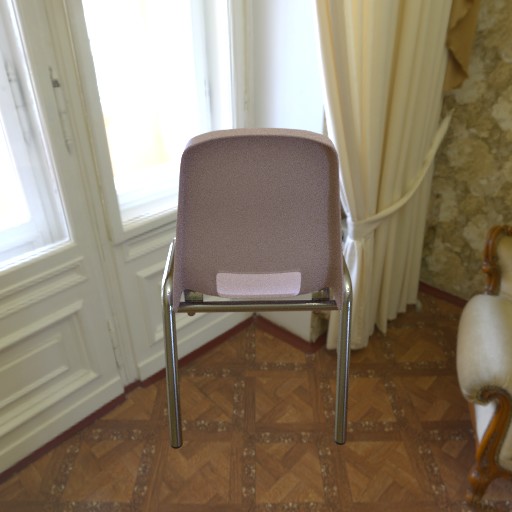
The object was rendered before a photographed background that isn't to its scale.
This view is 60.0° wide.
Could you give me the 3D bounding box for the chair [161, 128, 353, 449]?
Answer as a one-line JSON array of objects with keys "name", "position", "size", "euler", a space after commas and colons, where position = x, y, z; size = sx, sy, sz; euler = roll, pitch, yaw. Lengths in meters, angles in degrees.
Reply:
[{"name": "chair", "position": [0.000, 0.000, 0.861], "size": [0.354, 0.586, 0.423], "euler": [-1, 30, -1]}]
